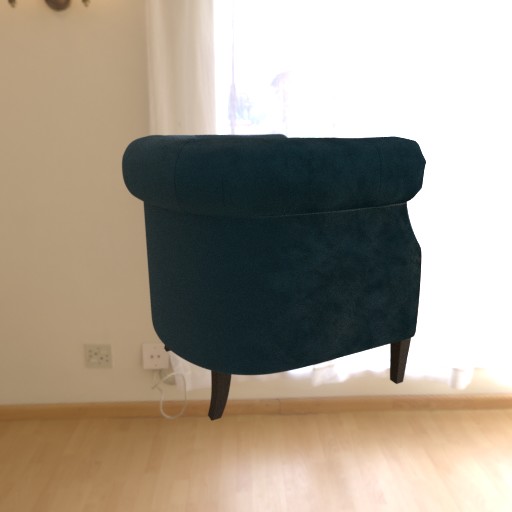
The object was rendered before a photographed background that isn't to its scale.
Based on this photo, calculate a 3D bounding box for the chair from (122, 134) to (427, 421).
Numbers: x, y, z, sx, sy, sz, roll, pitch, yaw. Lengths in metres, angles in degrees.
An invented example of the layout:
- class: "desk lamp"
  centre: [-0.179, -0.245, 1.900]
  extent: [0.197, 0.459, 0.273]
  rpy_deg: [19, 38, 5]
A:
- class: "chair"
  centre: [0.000, 0.000, 1.561]
  extent: [0.851, 0.826, 0.904]
  rpy_deg: [-8, 18, -26]
